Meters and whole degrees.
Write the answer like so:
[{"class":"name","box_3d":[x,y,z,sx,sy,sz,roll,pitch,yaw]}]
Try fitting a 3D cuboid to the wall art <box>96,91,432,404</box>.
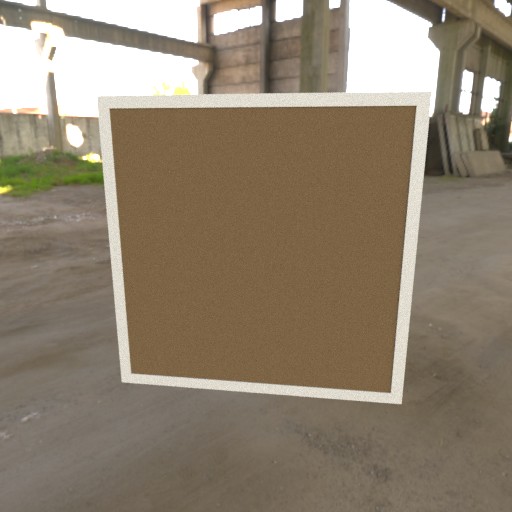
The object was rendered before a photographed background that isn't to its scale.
[{"class":"wall art","box_3d":[0.000,0.000,1.178,0.812,0.812,0.015,2,15,8]}]
